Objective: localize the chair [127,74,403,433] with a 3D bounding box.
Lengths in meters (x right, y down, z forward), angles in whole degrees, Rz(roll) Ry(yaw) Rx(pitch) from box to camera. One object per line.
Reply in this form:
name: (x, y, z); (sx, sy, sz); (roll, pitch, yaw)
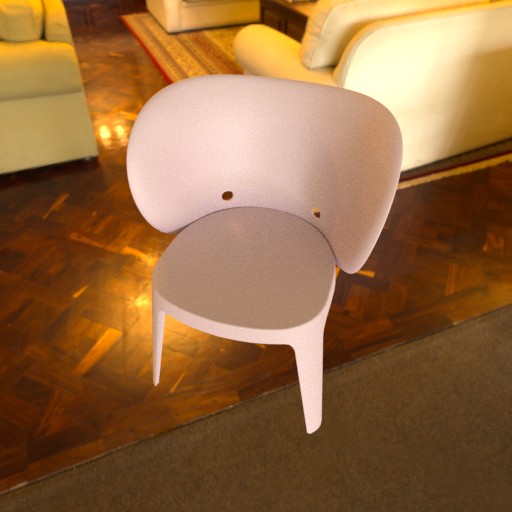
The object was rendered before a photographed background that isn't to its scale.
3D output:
chair: (0.000, 0.000, 0.865); (0.451, 0.554, 0.402); (13, 44, 13)
